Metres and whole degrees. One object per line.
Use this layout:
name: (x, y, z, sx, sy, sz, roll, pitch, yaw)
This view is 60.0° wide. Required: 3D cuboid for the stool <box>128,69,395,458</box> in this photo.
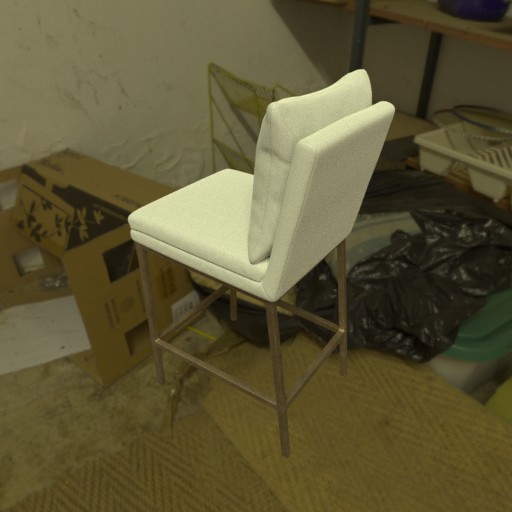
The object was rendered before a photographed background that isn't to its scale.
stool: (0.000, 0.000, 1.340, 0.572, 1.032, 0.463, 20, 37, 29)
